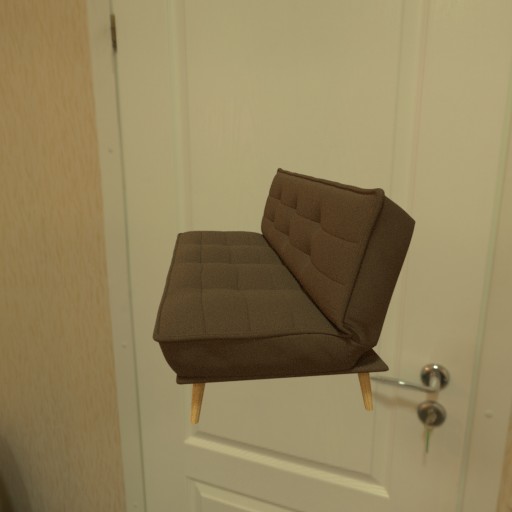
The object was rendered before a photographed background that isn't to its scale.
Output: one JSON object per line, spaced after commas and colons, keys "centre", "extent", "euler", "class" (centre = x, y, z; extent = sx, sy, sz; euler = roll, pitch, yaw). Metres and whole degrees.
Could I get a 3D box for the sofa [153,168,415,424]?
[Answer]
{"centre": [0.000, 0.000, 2.452], "extent": [0.950, 0.890, 1.940], "euler": [-2, 13, -7], "class": "sofa"}
